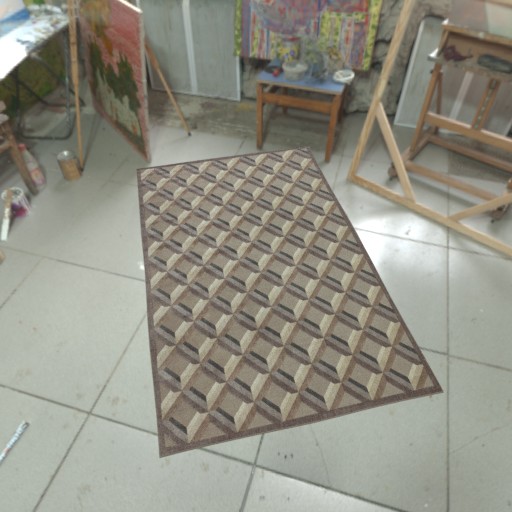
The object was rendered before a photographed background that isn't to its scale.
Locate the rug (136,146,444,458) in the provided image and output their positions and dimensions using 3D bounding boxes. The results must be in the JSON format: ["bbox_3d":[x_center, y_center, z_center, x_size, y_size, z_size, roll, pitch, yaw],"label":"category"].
[{"bbox_3d":[0.000,0.000,2.137,1.066,0.011,1.677,-10,48,-9],"label":"rug"}]
